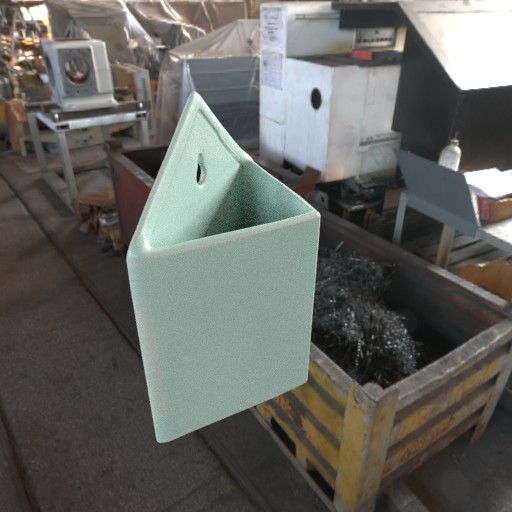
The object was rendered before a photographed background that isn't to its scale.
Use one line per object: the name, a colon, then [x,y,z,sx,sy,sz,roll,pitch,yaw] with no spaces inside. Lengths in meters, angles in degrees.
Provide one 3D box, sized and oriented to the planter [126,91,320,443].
planter: [0.000,0.000,0.286,0.079,0.197,0.164,10,32,17]
